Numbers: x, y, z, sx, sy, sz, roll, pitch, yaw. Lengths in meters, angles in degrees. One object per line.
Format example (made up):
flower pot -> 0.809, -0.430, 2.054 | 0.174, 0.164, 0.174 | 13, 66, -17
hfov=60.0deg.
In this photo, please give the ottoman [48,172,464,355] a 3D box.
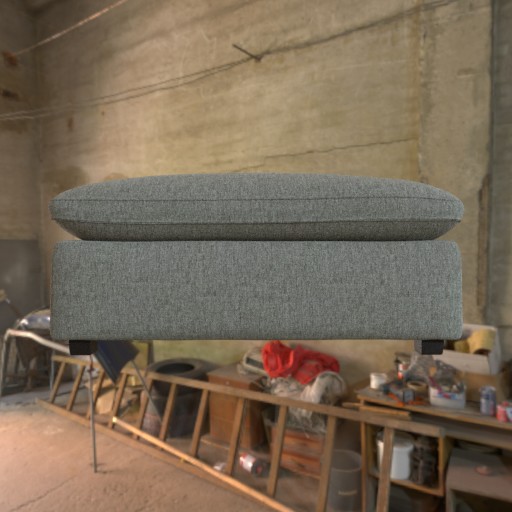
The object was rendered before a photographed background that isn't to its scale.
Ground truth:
ottoman -> 0.000, 0.000, 1.328 | 0.977, 0.451, 0.694 | 0, 2, 0
